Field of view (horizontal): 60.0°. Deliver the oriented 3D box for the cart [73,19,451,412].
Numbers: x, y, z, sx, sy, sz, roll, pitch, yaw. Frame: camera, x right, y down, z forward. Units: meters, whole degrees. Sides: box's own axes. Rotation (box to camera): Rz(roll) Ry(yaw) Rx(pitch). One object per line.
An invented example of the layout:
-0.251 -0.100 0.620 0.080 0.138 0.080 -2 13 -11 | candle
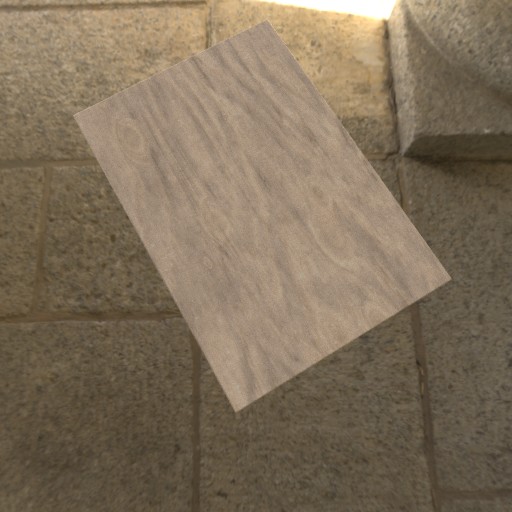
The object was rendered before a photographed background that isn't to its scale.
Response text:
0.000 0.000 1.149 0.403 0.839 0.584 -30 78 -7 | cart
